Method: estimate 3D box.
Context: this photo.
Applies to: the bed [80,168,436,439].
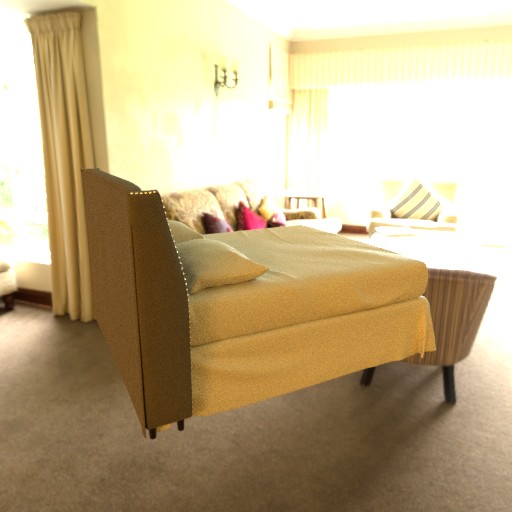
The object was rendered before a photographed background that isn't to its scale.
[{"bbox_3d":[0.000,0.000,3.450,2.276,1.332,1.925,-7,16,-26],"label":"bed"}]
